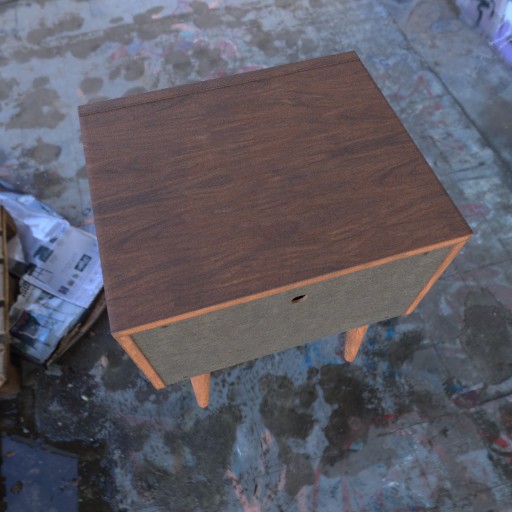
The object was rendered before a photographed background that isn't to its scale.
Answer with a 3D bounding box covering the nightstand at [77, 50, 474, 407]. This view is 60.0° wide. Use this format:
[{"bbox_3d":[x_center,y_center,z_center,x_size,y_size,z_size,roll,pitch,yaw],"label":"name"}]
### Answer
[{"bbox_3d":[0.000,0.000,0.967,0.521,0.607,0.445,-15,61,-8],"label":"nightstand"}]
